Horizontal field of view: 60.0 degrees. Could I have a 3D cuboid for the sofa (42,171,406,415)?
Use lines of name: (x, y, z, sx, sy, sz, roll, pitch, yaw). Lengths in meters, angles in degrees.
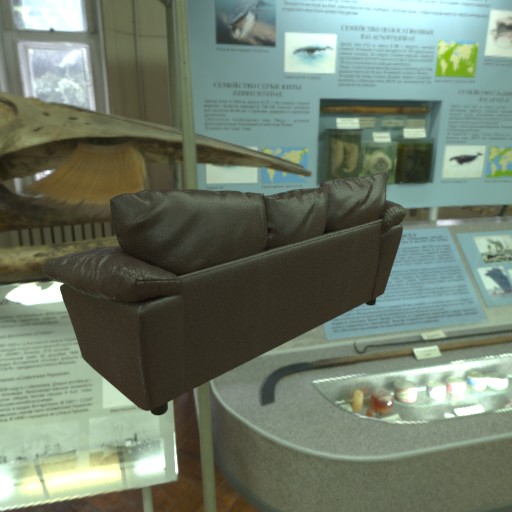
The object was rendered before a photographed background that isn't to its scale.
sofa: (0.000, 0.000, 2.854, 2.390, 1.091, 0.907, -16, 23, -42)
